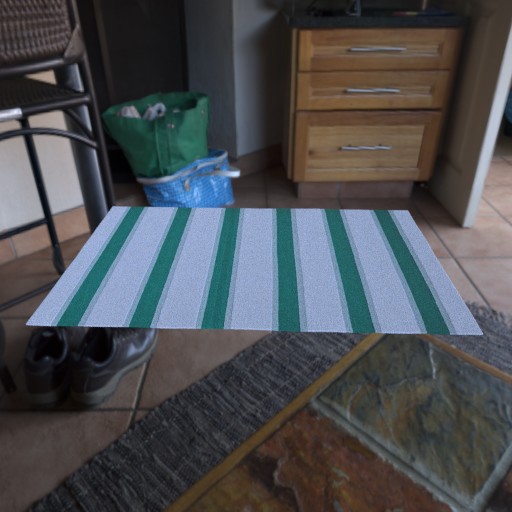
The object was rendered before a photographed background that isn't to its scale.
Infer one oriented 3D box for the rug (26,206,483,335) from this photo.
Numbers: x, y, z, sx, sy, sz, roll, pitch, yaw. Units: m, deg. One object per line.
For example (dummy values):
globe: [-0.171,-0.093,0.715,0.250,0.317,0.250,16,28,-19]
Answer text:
rug: [0.000,0.000,3.002,2.436,0.015,1.521,1,31,2]
